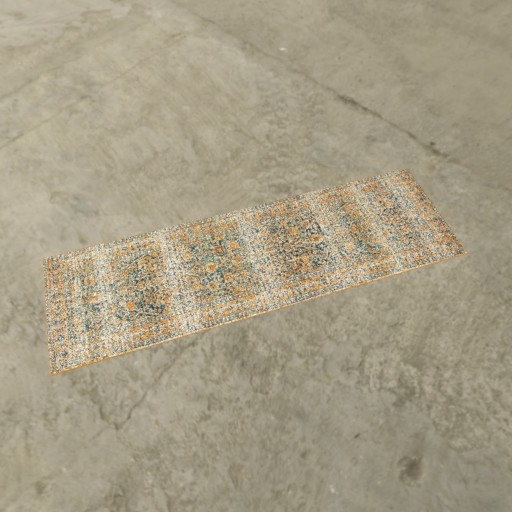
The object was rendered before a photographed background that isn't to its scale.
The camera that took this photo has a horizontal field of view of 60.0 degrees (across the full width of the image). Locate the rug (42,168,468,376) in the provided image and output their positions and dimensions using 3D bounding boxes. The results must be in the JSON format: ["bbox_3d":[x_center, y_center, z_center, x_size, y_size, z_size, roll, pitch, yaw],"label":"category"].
[{"bbox_3d":[0.000,0.000,2.493,2.294,0.014,0.704,-15,58,-10],"label":"rug"}]
